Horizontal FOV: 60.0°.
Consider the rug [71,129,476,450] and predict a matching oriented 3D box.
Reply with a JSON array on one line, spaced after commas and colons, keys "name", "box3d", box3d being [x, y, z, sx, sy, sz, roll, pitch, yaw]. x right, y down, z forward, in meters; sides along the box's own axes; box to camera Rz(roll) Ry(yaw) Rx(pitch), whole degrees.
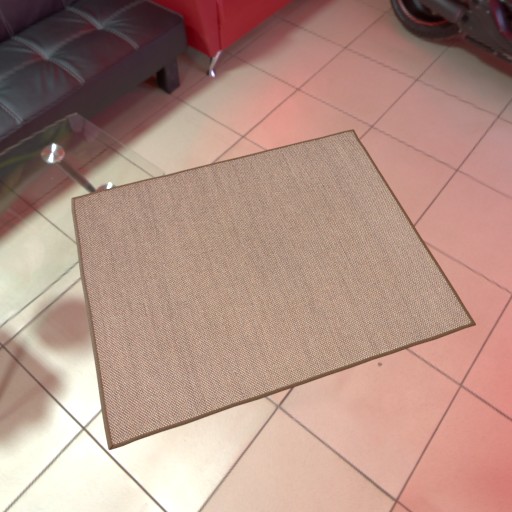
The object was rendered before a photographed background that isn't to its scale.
[{"name": "rug", "box3d": [0.000, 0.000, 3.984, 3.041, 0.020, 2.413, -16, 60, -10]}]
